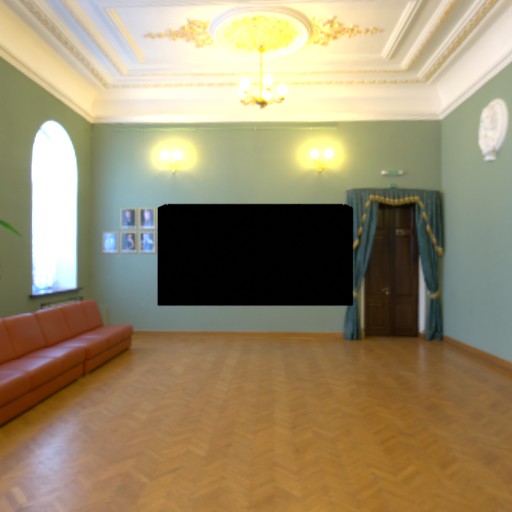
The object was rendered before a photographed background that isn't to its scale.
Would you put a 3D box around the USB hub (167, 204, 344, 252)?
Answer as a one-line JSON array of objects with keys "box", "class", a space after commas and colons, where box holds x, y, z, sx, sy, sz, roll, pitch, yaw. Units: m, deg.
[{"box": [0.000, 0.000, 0.125, 0.044, 0.023, 0.110, 0, -1, 0], "class": "USB hub"}]
